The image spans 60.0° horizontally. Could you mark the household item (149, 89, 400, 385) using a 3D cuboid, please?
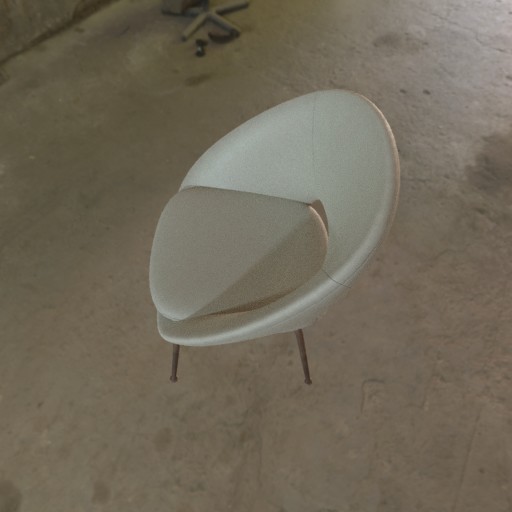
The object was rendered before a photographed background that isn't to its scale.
[{"bbox_3d":[0.000,0.000,1.232,0.573,0.852,0.623,1,59,1],"label":"household item"}]
